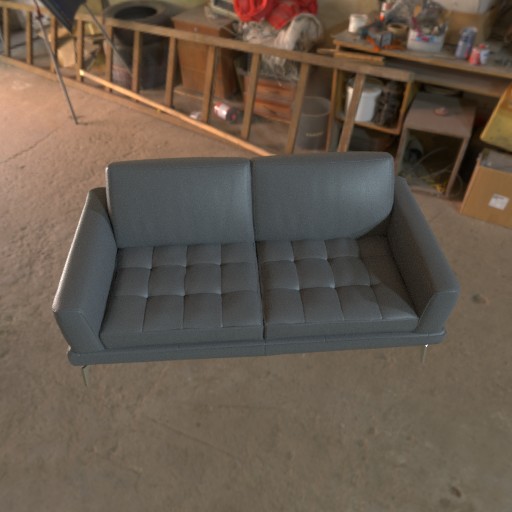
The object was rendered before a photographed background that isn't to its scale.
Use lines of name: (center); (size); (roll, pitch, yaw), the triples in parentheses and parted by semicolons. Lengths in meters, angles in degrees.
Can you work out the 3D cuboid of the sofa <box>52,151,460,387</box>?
sofa: (0.000, 0.000, 2.726); (2.177, 0.930, 1.121); (-3, 45, -3)
